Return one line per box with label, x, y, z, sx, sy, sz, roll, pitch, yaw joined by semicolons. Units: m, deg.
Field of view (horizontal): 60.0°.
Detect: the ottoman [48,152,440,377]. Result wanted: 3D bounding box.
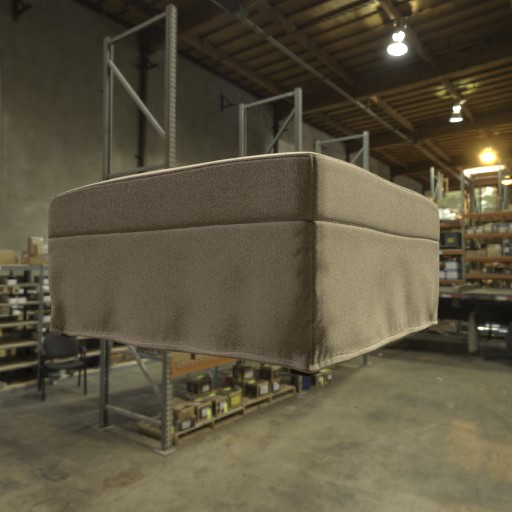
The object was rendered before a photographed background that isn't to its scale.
ottoman;0.000;0.000;1.291;0.843;0.441;0.842;-1;-2;36
